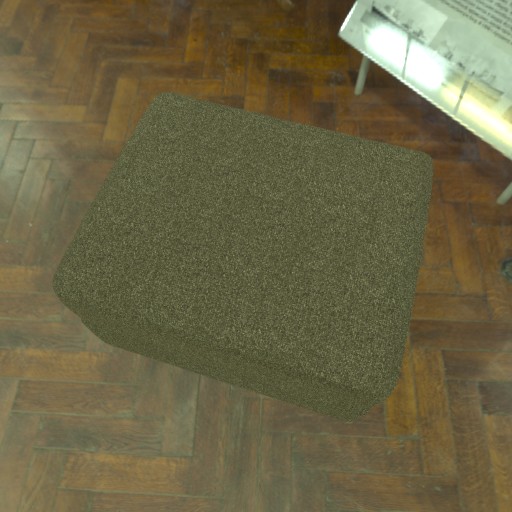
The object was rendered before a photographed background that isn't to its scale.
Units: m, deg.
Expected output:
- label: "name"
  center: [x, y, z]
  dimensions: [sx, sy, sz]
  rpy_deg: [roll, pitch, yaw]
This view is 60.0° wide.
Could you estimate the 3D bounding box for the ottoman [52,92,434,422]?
- label: "ottoman"
  center: [0.000, 0.000, 1.131]
  dimensions: [0.742, 0.476, 0.598]
  rpy_deg: [16, 65, 8]
